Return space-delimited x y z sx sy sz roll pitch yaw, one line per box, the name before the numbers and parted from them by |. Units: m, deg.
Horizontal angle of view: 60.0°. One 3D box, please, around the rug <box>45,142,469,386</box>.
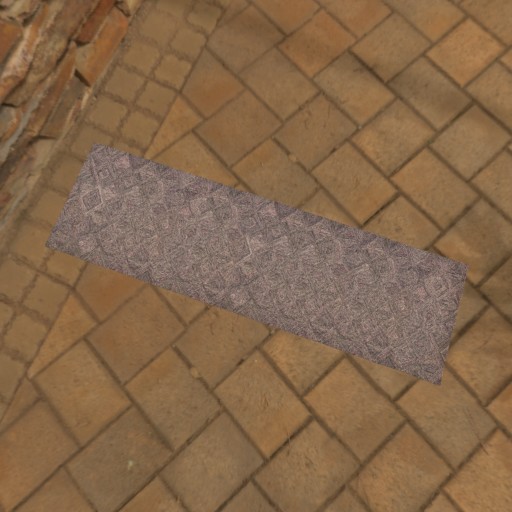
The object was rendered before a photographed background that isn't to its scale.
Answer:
rug | 0.000 0.000 2.494 2.296 0.011 0.691 19 77 4
